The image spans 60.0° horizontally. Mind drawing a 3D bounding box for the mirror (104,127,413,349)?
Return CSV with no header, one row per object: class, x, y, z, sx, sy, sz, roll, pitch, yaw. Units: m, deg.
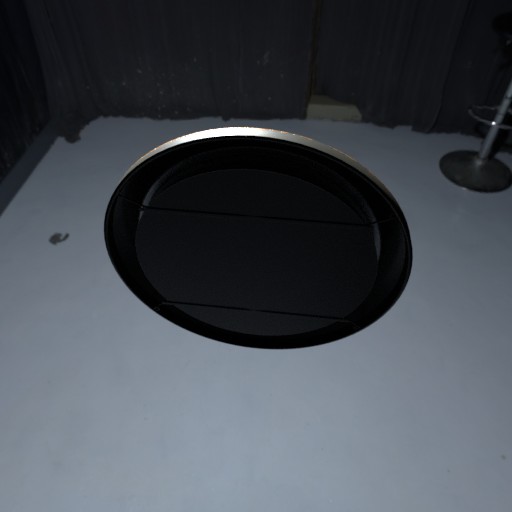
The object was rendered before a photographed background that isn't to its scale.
mirror,0.000,0.000,1.369,0.907,0.907,0.111,5,47,5
